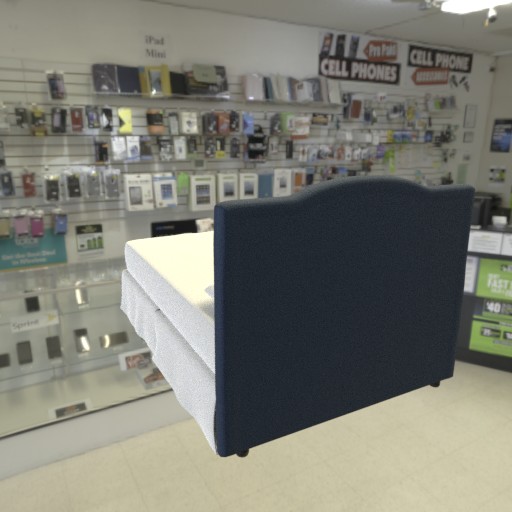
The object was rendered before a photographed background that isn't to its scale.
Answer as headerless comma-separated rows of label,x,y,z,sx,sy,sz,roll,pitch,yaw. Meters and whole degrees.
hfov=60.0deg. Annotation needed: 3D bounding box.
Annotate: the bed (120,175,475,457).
bed,0.000,0.000,3.522,1.741,1.441,2.507,-8,17,-27
